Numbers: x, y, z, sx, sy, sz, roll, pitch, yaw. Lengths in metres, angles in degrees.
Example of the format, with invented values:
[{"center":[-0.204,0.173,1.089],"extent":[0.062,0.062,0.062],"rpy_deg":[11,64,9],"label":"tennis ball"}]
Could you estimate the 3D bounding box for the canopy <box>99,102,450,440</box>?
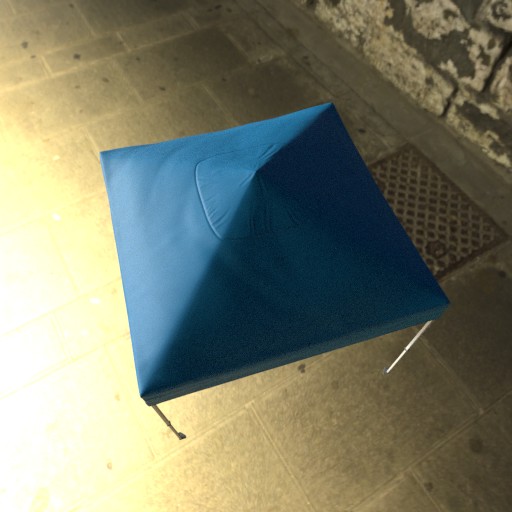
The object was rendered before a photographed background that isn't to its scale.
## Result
[{"center":[0.000,0.000,5.359],"extent":[2.996,2.997,2.998],"rpy_deg":[-15,60,-9],"label":"canopy"}]
